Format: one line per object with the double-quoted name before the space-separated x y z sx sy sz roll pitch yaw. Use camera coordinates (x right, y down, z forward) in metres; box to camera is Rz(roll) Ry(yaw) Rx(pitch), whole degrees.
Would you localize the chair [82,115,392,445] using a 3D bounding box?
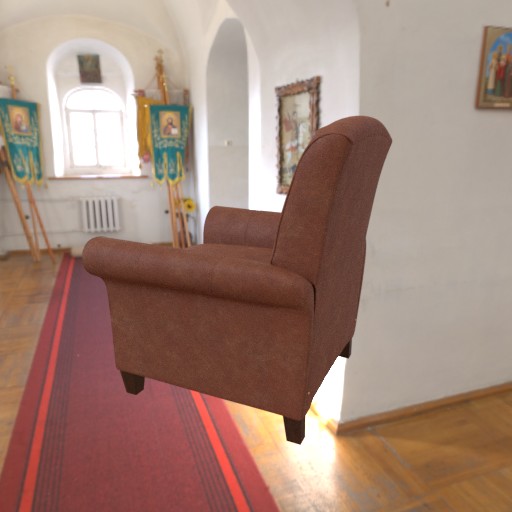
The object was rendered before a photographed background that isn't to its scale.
"chair" 0.000 0.000 1.788 0.902 1.061 0.978 7 16 24
